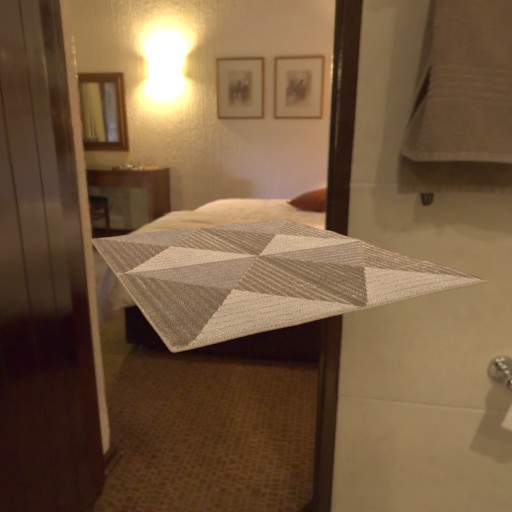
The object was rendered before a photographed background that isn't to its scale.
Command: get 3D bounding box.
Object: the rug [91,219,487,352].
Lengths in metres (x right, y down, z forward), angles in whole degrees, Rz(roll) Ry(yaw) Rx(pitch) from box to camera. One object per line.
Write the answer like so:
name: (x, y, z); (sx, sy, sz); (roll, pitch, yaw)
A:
rug: (0.000, 0.000, 0.890); (0.551, 0.008, 0.642); (-8, 17, -27)
